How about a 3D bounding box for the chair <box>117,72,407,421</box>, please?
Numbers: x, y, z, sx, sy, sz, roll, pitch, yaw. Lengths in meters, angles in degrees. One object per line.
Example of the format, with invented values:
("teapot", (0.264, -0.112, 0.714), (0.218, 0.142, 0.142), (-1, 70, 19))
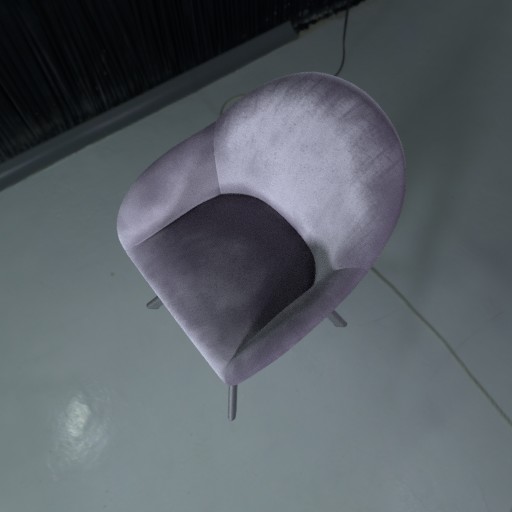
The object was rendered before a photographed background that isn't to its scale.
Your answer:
("chair", (0.000, 0.000, 1.178), (0.590, 0.795, 0.550), (-36, 69, -16))
